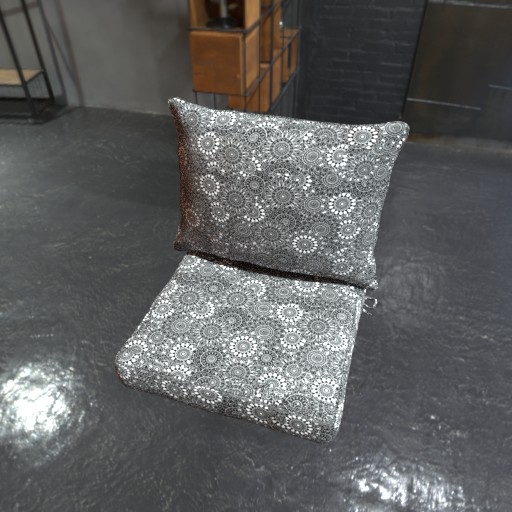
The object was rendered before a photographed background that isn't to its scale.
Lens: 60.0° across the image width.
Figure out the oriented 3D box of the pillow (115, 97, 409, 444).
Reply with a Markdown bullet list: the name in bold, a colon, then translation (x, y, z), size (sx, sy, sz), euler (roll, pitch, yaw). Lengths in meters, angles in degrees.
- **pillow**: translation (0.000, 0.000, 1.373), size (0.798, 0.722, 0.740), euler (11, 41, 13)
